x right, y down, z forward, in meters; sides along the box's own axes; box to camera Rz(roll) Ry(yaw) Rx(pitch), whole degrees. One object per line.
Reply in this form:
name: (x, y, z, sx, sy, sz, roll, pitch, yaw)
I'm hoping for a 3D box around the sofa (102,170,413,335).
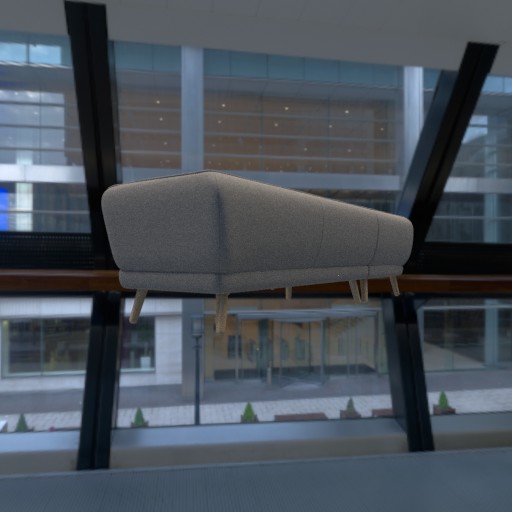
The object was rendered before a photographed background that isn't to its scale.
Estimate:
sofa: (0.000, 0.000, 3.235, 1.532, 0.693, 2.653, 0, 0, 35)
